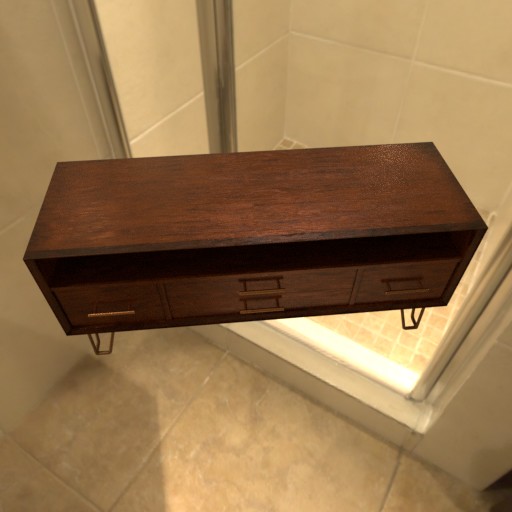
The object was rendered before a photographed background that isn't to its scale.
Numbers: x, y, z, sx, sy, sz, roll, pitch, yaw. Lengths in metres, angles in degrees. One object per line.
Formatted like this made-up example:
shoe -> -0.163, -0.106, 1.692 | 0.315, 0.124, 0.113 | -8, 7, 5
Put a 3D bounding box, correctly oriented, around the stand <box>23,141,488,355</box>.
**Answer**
stand -> 0.000, 0.000, 1.679 | 1.372, 0.610, 0.481 | -4, 47, -4
